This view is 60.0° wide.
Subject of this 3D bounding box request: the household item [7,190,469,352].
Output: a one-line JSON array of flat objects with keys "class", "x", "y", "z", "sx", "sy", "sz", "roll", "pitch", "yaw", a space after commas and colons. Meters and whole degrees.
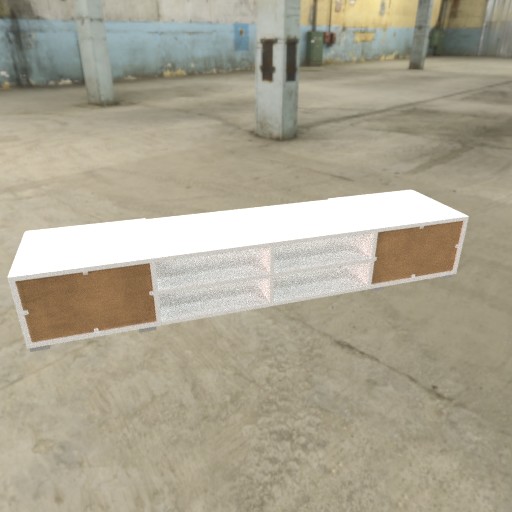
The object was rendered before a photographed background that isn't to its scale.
[{"class": "household item", "x": 0.000, "y": 0.000, "z": 1.958, "sx": 1.850, "sy": 0.310, "sz": 0.420, "roll": -8, "pitch": 27, "yaw": -16}]
